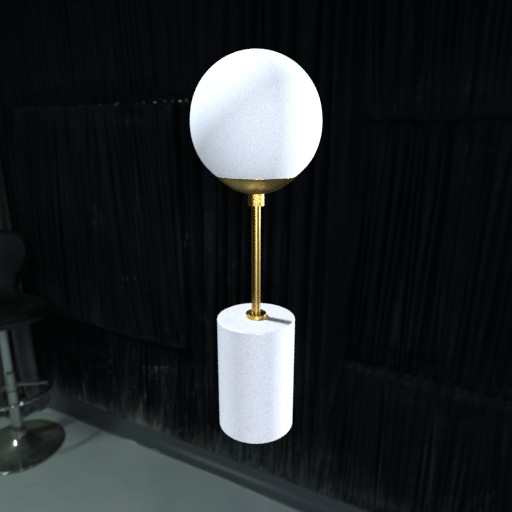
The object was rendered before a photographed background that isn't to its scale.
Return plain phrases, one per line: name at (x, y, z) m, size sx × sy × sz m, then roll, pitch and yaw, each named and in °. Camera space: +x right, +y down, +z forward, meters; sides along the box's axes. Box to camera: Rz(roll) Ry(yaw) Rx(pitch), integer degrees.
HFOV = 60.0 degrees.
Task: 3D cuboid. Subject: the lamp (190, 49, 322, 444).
lamp at (0.000, 0.000, 0.562) m, size 0.153 × 0.480 × 0.153 m, roll 0°, pitch 15°, yaw 0°
